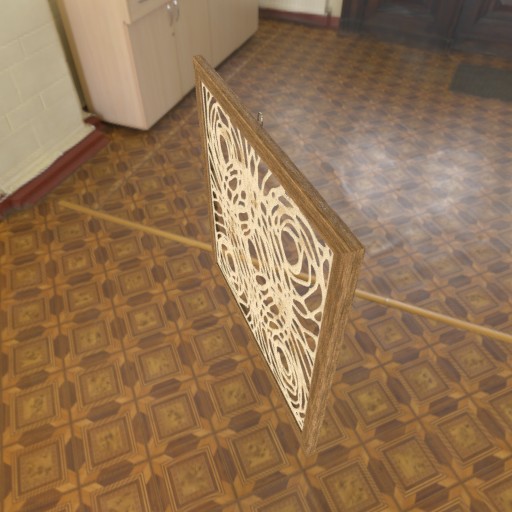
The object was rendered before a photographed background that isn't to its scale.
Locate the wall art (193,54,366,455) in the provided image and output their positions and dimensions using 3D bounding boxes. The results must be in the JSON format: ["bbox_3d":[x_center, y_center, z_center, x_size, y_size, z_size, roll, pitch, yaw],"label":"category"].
[{"bbox_3d":[0.000,0.000,0.842,0.021,0.576,0.561,-17,48,-16],"label":"wall art"}]
